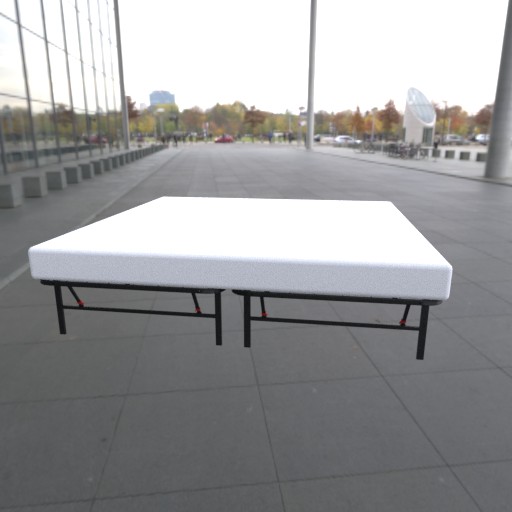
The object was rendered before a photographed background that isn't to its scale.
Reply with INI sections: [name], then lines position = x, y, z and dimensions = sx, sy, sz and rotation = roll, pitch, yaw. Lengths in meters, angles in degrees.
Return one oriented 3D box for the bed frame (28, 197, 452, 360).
[bed frame]
position = 0.000, 0.000, 3.054
dimensions = 2.033, 0.525, 1.935
rotation = 2, 16, 8
